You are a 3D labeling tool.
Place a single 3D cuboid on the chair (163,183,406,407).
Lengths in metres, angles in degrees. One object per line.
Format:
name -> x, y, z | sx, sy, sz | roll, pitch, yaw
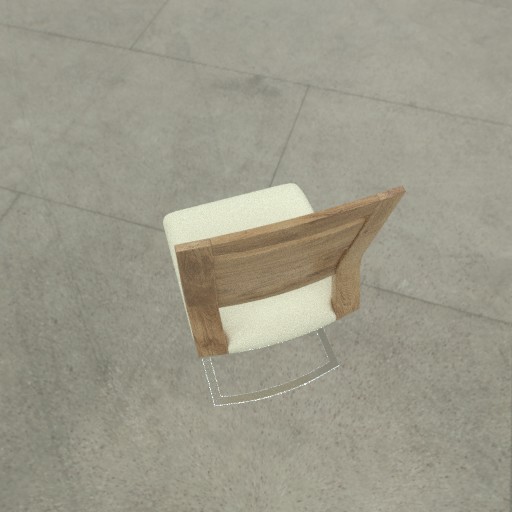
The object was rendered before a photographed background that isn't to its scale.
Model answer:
chair -> 0.000, 0.000, 1.254 | 0.457, 0.955, 0.561 | -15, 60, -9
